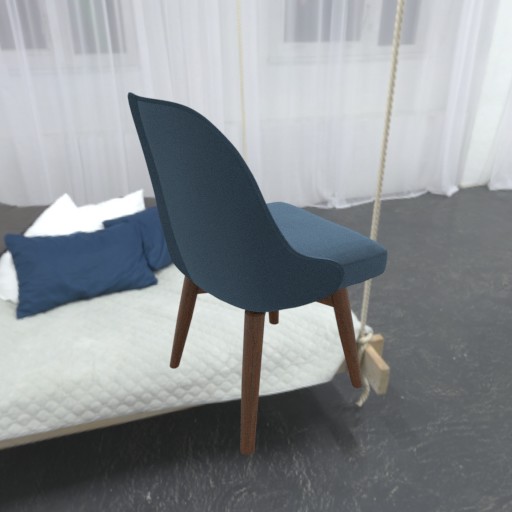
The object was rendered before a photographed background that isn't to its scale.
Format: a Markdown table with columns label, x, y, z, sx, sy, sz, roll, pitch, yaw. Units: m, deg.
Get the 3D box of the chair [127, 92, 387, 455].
| label | x | y | z | sx | sy | sz | roll | pitch | yaw |
| --- | --- | --- | --- | --- | --- | --- | --- | --- | --- |
| chair | 0.000 | 0.000 | 1.238 | 0.589 | 0.882 | 0.503 | -18 | 31 | -32 |
